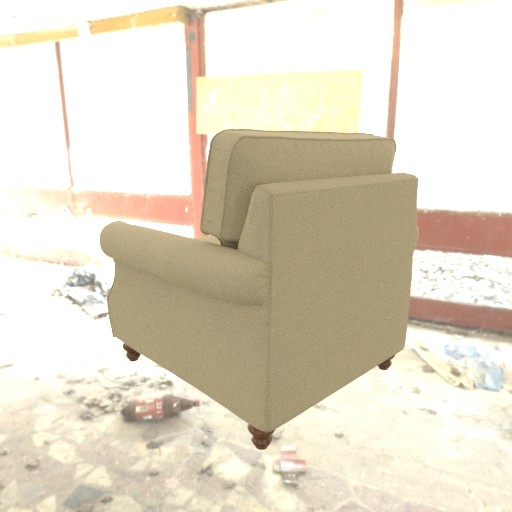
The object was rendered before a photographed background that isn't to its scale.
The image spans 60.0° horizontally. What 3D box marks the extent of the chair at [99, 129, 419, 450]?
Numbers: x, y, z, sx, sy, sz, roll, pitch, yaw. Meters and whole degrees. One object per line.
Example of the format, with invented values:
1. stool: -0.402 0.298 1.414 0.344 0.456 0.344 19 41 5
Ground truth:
1. chair: 0.000 0.000 1.804 1.029 0.967 0.966 -13 19 -42
